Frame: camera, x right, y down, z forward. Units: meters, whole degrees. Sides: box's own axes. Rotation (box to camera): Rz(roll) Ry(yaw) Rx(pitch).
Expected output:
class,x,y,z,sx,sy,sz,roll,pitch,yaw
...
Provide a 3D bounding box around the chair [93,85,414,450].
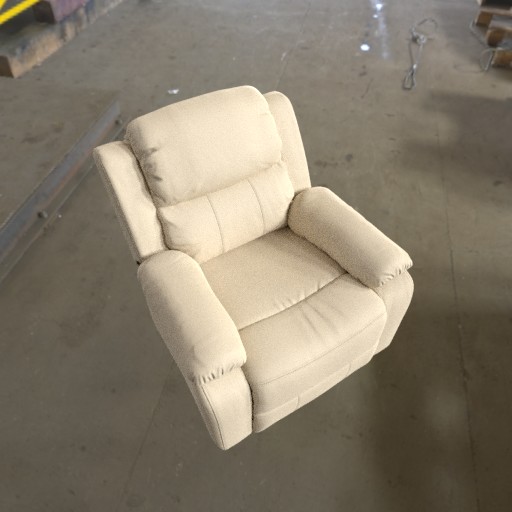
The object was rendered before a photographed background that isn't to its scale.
class,x,y,z,sx,sy,sz,roll,pitch,yaw
chair,0.000,0.000,1.272,0.680,0.702,0.709,-25,52,-21
